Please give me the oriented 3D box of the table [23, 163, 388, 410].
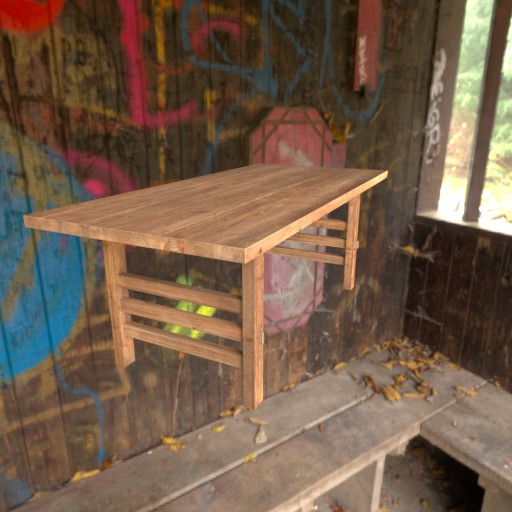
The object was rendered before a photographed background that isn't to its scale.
[{"bbox_3d":[0.000,0.000,2.429,0.952,0.760,2.003,9,20,26],"label":"table"}]
